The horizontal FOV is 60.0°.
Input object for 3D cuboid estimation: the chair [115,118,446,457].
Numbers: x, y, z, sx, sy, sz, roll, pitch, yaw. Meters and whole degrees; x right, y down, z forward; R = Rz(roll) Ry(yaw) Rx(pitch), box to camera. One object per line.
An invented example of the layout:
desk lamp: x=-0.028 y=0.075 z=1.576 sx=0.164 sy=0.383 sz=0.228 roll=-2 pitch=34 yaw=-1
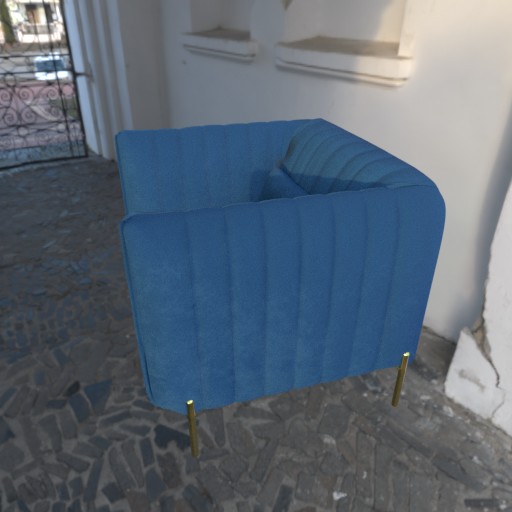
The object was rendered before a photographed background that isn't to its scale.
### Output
chair: x=0.000 y=0.000 z=1.609 sx=0.877 sy=0.793 sz=0.947 roll=-8 pitch=31 yaw=-14
